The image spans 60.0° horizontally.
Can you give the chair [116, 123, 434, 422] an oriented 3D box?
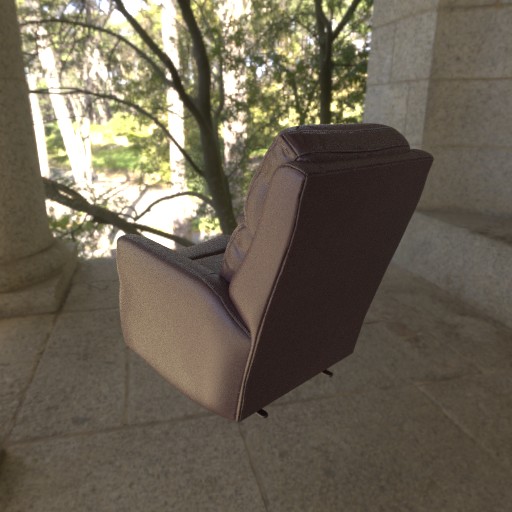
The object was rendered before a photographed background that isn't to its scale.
[{"bbox_3d":[0.000,0.000,1.784,0.829,1.030,1.080,-16,24,-41],"label":"chair"}]
